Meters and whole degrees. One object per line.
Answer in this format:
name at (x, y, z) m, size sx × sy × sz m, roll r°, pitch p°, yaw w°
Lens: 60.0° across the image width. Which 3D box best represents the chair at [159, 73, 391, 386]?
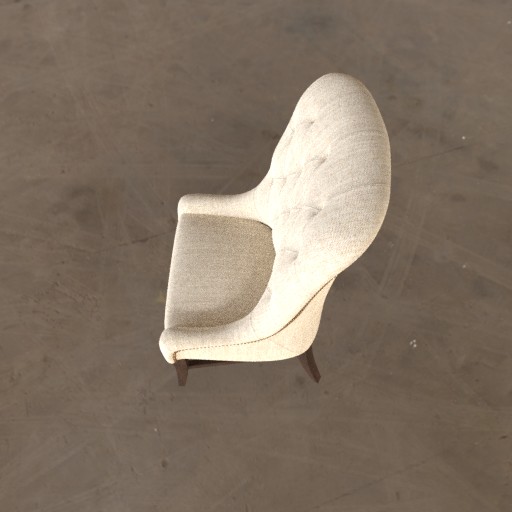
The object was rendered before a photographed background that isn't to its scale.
chair at (0.000, 0.000, 1.491) m, size 0.629 × 1.091 × 0.634 m, roll 1°, pitch 58°, yaw 0°
